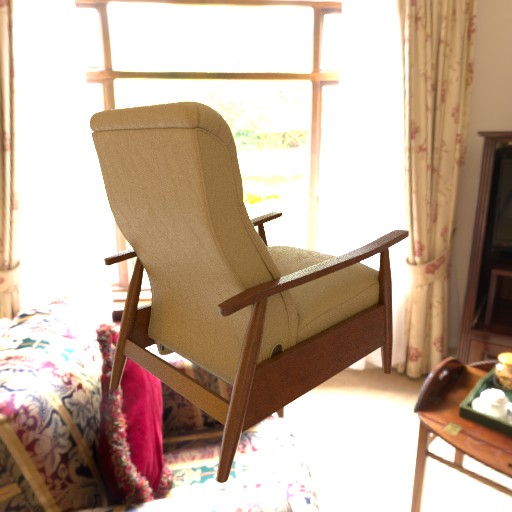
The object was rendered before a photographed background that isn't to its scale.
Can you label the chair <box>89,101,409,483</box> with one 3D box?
[{"bbox_3d":[0.000,0.000,1.755,1.014,1.082,0.762,-13,19,-42],"label":"chair"}]
